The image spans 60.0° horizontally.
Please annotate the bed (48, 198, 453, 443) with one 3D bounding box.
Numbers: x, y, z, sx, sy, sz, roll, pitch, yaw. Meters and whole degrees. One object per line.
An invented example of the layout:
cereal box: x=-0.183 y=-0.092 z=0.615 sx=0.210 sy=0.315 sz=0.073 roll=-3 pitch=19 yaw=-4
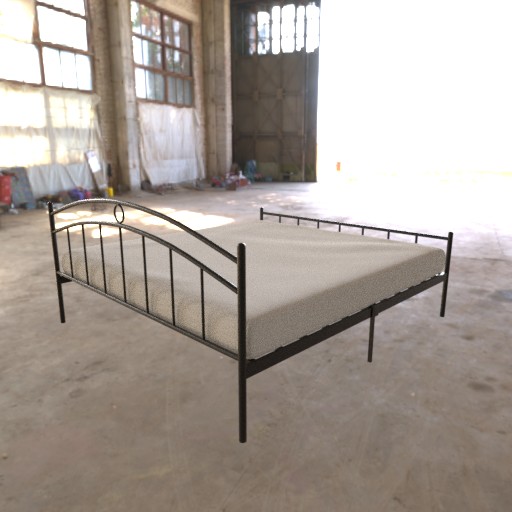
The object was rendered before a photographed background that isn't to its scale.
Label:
bed: x=0.000 y=0.000 z=3.079 sx=1.880 sy=0.940 sz=2.040 roll=13 pitch=19 yaw=43
